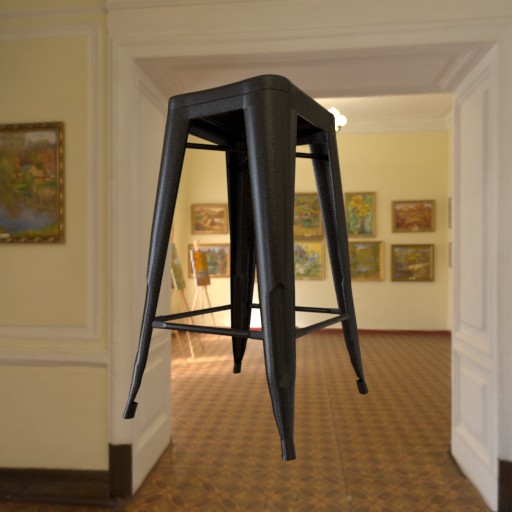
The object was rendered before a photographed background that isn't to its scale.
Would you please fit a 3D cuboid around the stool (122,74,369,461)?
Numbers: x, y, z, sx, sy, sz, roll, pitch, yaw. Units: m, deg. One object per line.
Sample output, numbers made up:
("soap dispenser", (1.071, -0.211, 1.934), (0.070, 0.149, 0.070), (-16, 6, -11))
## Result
("stool", (0.000, 0.000, 0.908), (0.423, 0.609, 0.455), (0, 0, 19))
